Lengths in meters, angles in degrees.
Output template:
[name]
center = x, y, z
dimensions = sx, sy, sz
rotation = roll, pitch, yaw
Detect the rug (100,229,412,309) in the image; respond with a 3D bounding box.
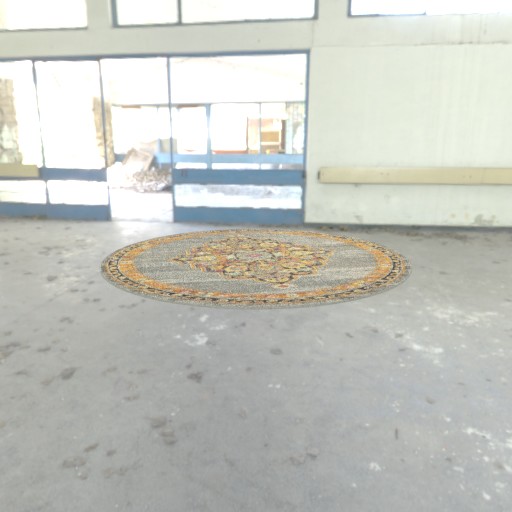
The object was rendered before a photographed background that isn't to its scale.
[rug]
center = 0.000, 0.000, 3.566
dimensions = 2.382, 0.014, 2.382
rotation = 0, 14, 0
